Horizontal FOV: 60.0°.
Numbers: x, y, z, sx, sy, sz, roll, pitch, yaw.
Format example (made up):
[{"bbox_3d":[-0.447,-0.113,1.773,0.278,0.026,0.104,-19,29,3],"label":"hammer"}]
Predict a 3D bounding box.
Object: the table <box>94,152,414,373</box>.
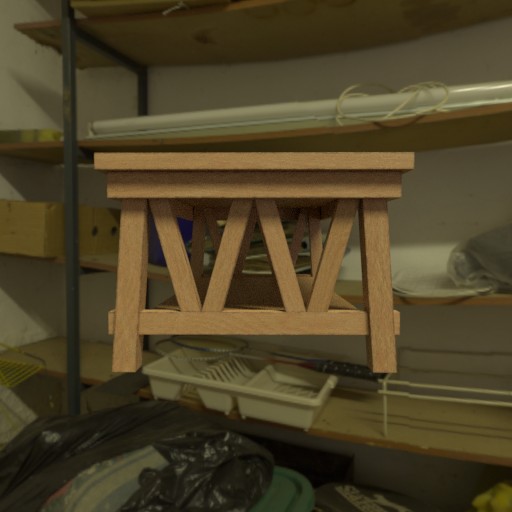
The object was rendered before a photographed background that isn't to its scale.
[{"bbox_3d":[0.000,0.000,1.628,0.711,0.507,1.270,0,2,0],"label":"table"}]
